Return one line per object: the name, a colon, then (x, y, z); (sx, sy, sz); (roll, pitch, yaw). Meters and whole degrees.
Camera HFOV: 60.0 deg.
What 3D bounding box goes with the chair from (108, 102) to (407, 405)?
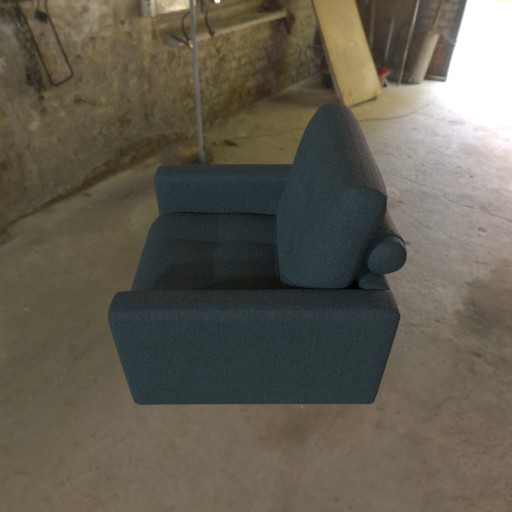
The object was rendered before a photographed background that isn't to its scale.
chair: (0.000, 0.000, 1.553); (0.843, 0.880, 0.821); (0, 40, 0)
